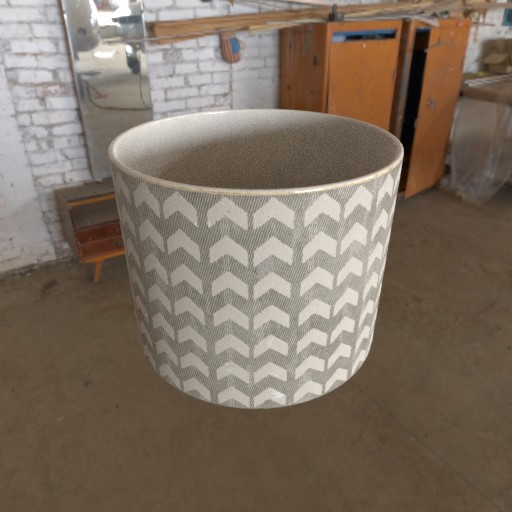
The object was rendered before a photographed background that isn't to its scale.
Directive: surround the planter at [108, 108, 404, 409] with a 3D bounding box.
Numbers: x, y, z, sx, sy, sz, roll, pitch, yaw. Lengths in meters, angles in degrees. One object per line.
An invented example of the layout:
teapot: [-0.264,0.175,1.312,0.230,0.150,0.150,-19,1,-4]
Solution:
planter: [0.000,0.000,0.341,0.190,0.181,0.190,0,30,0]
